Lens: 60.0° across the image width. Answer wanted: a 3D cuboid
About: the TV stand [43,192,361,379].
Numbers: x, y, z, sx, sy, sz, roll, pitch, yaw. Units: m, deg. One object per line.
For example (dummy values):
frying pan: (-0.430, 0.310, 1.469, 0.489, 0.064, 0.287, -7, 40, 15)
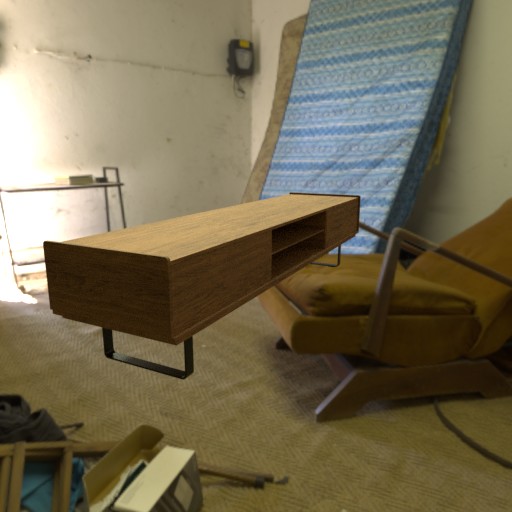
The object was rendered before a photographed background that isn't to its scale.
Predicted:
TV stand: (0.000, 0.000, 2.008, 0.467, 0.415, 1.796, 7, 15, 27)
